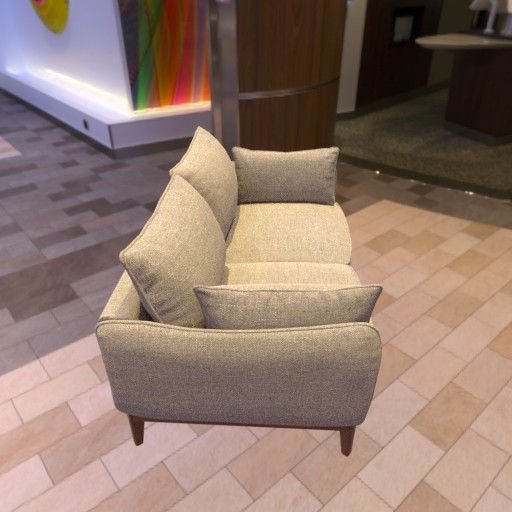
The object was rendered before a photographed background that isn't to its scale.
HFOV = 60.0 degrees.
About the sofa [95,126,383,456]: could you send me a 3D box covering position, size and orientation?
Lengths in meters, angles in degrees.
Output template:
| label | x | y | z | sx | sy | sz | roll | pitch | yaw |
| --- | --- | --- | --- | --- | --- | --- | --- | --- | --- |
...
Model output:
| label | x | y | z | sx | sy | sz | roll | pitch | yaw |
| --- | --- | --- | --- | --- | --- | --- | --- | --- | --- |
| sofa | 0.000 | 0.000 | 2.117 | 0.972 | 0.851 | 1.580 | 2 | 33 | 3 |
